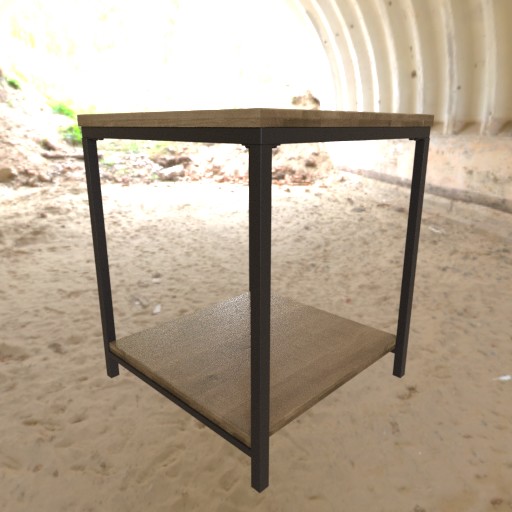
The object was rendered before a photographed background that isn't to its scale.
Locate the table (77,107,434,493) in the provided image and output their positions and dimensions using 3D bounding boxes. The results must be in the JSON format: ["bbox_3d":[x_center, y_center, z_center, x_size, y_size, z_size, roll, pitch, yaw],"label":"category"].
[{"bbox_3d":[0.000,0.000,0.968,0.507,0.589,0.503,15,22,42],"label":"table"}]
